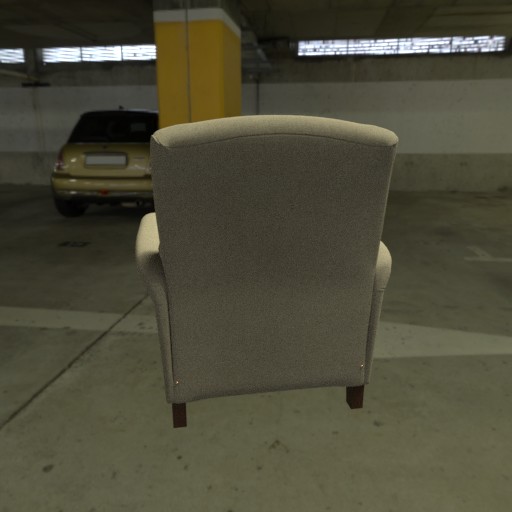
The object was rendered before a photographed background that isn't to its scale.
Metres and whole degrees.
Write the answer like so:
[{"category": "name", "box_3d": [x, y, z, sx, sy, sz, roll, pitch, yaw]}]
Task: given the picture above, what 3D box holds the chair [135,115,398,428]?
[{"category": "chair", "box_3d": [0.000, 0.000, 1.813, 0.978, 1.061, 0.905, -3, 15, -10]}]
